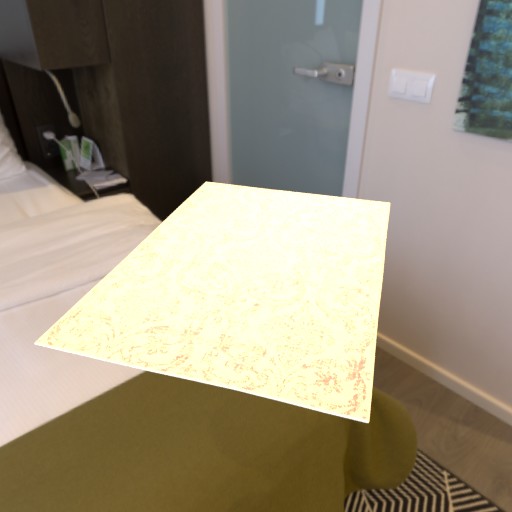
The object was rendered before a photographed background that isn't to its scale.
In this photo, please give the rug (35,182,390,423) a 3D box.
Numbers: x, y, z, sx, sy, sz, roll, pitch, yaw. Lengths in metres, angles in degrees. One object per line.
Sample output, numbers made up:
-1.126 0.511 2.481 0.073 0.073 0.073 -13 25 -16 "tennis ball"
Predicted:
0.000 0.000 2.861 1.598 0.014 2.202 9 32 14 "rug"
